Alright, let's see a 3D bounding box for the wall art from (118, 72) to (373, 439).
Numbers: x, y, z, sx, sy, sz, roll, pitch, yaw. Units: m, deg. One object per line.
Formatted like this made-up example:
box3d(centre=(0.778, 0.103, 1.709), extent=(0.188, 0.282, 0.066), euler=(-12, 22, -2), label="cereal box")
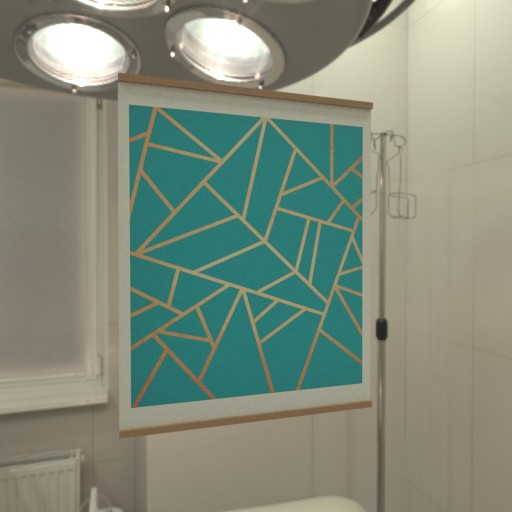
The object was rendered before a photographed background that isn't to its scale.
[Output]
box3d(centre=(0.000, 0.000, 0.683), extent=(0.405, 0.508, 0.012), euler=(0, 1, -18), label="wall art")
